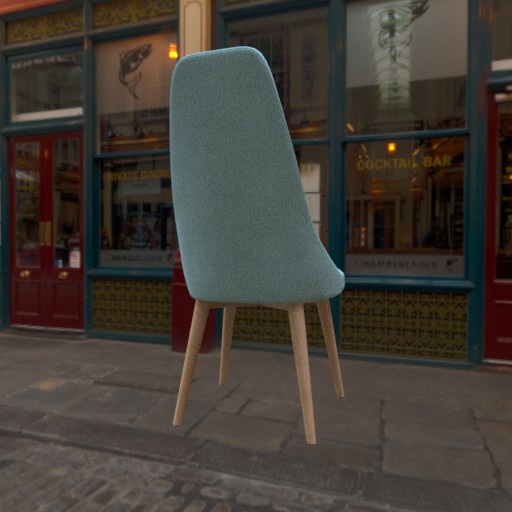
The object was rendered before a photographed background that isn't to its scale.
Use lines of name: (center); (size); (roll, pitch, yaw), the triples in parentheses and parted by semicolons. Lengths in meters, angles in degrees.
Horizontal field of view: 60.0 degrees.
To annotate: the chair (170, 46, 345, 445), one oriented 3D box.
chair: (0.000, 0.000, 1.419); (0.510, 1.040, 0.660); (0, 0, 18)
